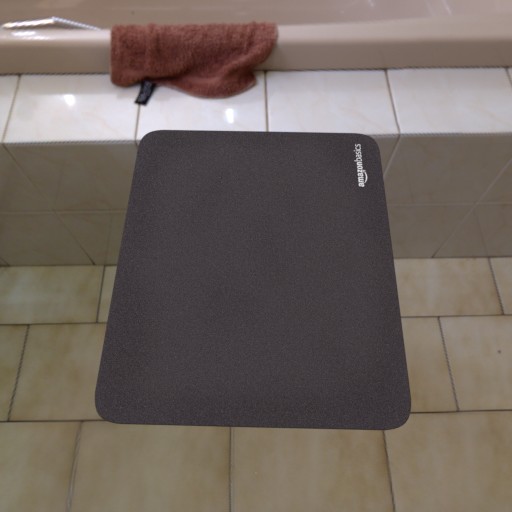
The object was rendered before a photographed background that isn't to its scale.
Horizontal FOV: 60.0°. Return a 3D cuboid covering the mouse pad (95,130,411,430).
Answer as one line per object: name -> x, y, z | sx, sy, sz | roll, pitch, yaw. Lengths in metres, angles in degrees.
mouse pad -> 0.000, 0.000, 0.435 | 0.269, 0.002, 0.315 | 1, 64, 1
